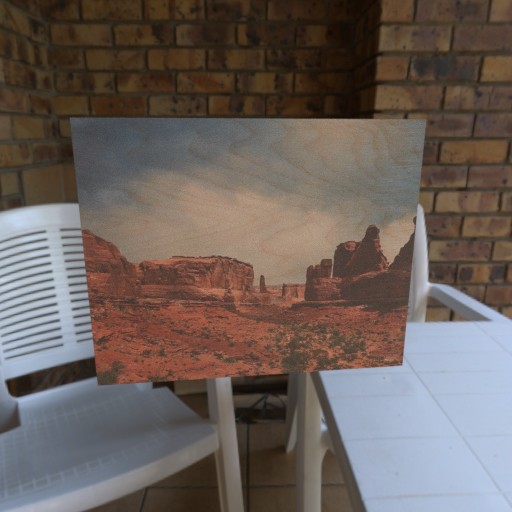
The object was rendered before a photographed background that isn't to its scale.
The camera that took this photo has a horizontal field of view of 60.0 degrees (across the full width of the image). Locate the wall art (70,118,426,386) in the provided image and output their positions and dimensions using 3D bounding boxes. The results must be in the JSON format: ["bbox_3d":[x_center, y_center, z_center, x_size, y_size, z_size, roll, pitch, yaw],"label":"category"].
[{"bbox_3d":[0.000,0.000,0.687,0.508,0.406,0.013,-2,15,-7],"label":"wall art"}]
